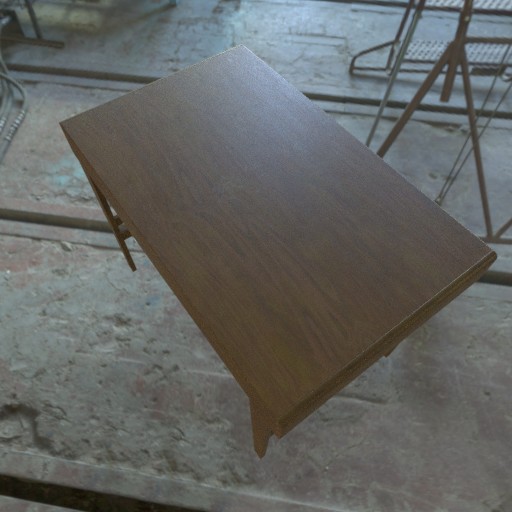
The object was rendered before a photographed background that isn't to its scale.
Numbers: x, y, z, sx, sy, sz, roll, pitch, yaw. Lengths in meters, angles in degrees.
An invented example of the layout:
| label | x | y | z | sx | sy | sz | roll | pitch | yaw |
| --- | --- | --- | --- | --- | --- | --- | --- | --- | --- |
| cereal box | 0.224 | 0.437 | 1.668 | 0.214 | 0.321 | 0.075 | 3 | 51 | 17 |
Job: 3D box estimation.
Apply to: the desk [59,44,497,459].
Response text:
| label | x | y | z | sx | sy | sz | roll | pitch | yaw |
| --- | --- | --- | --- | --- | --- | --- | --- | --- | --- |
| desk | 0.000 | 0.000 | 1.495 | 0.660 | 0.754 | 1.066 | -32 | 63 | -18 |
